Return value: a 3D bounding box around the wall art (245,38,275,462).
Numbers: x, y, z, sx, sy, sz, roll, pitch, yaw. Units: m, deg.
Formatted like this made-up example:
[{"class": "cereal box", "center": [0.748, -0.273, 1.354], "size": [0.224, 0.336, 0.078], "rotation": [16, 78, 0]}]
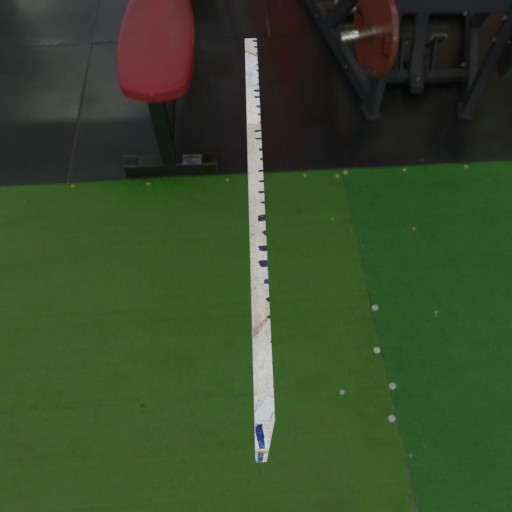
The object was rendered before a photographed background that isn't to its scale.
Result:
[{"class": "wall art", "center": [0.000, 0.000, 1.431], "size": [0.038, 0.757, 1.143], "rotation": [-1, 60, -1]}]
